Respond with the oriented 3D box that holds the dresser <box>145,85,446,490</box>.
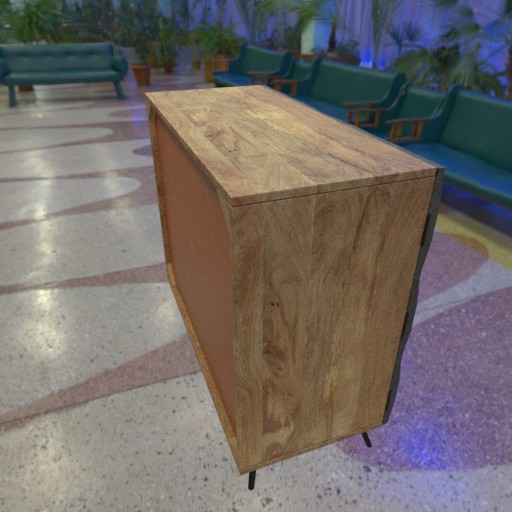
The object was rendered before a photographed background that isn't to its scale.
[{"bbox_3d":[0.000,0.000,1.399,0.446,0.847,0.967,-11,32,-18],"label":"dresser"}]
